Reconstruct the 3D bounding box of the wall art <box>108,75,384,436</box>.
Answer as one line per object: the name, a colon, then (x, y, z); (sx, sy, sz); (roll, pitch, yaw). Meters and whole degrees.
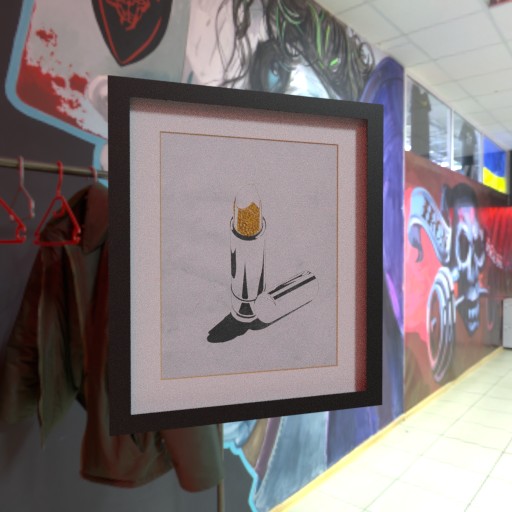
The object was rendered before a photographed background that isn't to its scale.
wall art: (0.000, 0.000, 0.524); (0.330, 0.381, 0.019); (0, 1, -17)
